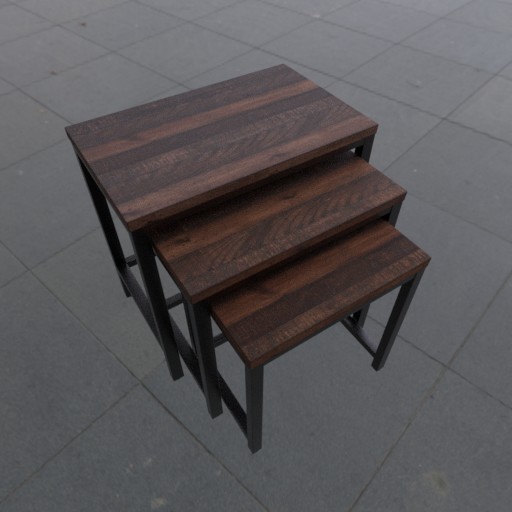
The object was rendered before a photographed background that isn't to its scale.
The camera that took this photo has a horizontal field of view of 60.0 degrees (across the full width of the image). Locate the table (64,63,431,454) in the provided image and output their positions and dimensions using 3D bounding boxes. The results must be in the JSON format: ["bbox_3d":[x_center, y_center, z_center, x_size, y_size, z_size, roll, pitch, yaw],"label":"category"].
[{"bbox_3d":[0.000,0.000,1.152,0.608,0.616,0.660,-25,52,-22],"label":"table"}]
